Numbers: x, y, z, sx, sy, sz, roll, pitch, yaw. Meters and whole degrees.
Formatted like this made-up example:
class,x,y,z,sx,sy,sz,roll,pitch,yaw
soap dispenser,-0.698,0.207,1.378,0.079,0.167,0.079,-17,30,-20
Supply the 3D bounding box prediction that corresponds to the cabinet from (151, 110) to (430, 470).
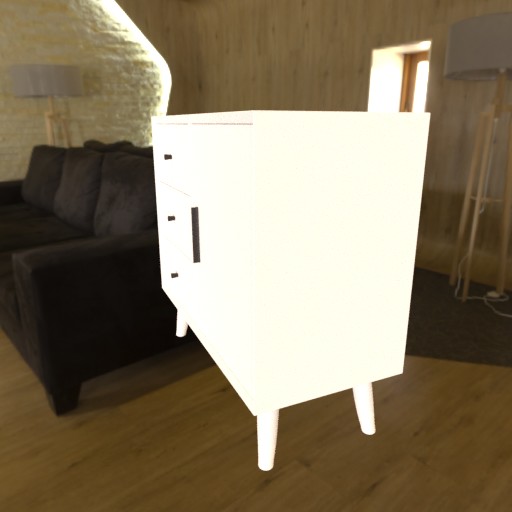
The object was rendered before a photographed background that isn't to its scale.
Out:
class,x,y,z,sx,sy,sz,roll,pitch,yaw
cabinet,0.000,0.000,1.257,0.398,0.761,0.800,-7,18,-23
